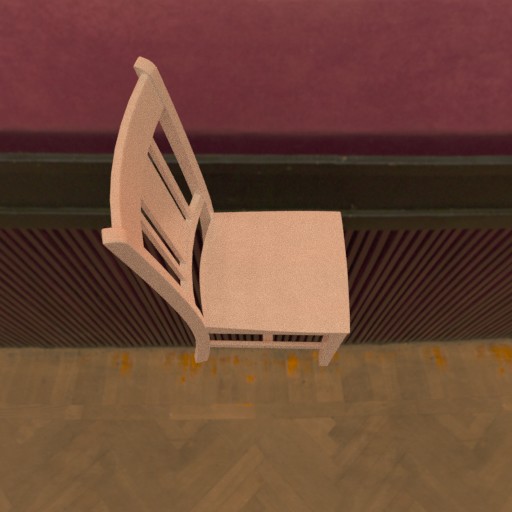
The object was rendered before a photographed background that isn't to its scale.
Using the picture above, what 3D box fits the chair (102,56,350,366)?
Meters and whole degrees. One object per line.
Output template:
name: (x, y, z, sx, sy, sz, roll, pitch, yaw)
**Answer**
chair: (0.000, 0.000, 1.289, 0.555, 0.998, 0.450, 1, 64, 0)
